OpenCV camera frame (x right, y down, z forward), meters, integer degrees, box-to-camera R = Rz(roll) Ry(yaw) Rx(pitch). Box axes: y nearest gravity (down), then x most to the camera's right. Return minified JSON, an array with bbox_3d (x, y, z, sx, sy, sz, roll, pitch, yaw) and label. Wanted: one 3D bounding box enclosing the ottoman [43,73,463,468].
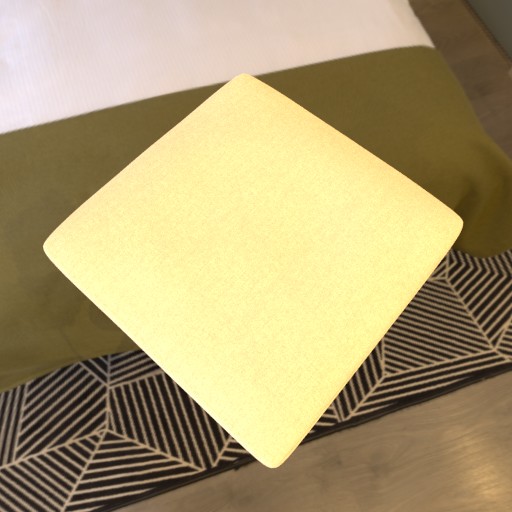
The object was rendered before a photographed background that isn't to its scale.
[{"bbox_3d":[0.000,0.000,1.336,0.843,0.436,0.840,39,72,15],"label":"ottoman"}]
